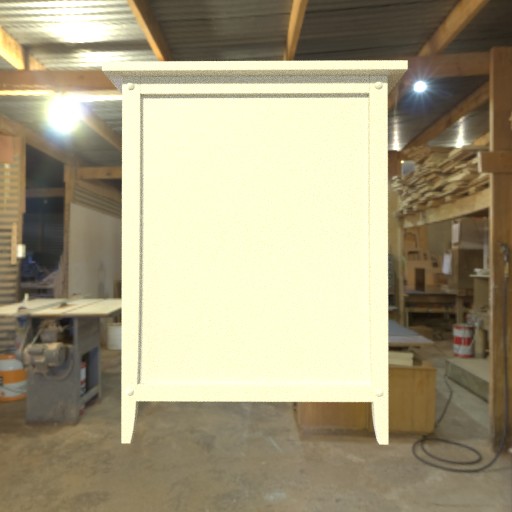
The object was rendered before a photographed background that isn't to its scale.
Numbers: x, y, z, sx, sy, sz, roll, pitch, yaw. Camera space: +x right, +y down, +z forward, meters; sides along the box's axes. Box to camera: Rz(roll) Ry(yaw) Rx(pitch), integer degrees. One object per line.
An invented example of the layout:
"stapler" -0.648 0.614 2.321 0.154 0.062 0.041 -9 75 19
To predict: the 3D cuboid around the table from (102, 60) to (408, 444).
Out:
"table" 0.000 0.000 0.740 0.381 0.483 0.381 0 0 1
